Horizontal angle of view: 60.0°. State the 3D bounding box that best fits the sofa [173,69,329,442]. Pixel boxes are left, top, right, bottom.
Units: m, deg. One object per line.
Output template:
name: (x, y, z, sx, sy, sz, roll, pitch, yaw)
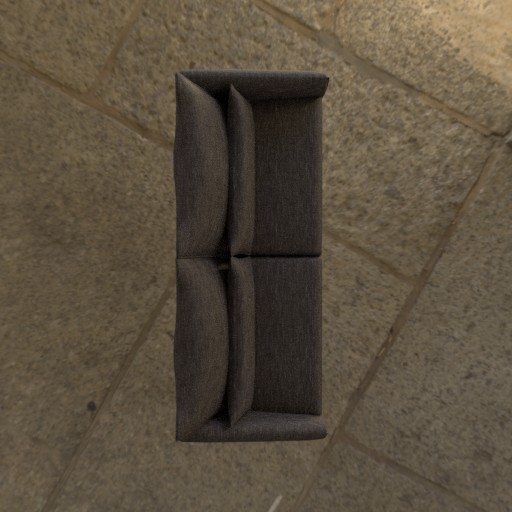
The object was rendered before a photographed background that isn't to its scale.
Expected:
sofa: (0.000, 0.000, 2.436, 0.807, 0.843, 2.019, 0, 90, 0)
